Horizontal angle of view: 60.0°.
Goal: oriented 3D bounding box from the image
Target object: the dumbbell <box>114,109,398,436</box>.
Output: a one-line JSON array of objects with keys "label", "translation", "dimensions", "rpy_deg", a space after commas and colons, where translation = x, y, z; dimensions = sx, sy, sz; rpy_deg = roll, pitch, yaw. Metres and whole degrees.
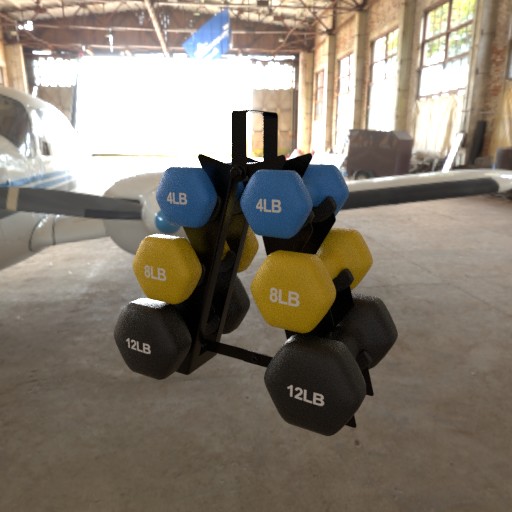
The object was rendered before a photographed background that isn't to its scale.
[{"label": "dumbbell", "translation": [0.000, 0.000, 0.685], "dimensions": [0.409, 0.426, 0.255], "rpy_deg": [8, 17, 28]}]
